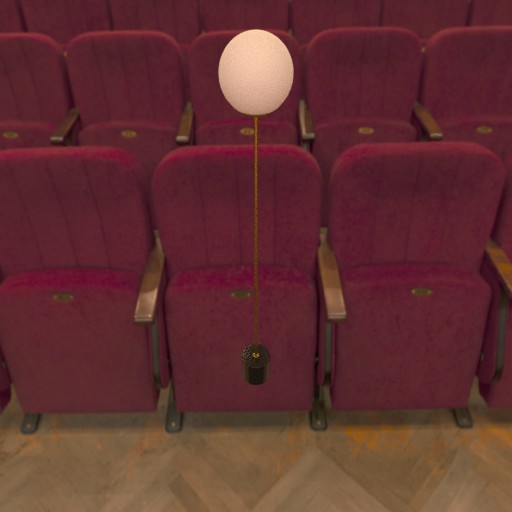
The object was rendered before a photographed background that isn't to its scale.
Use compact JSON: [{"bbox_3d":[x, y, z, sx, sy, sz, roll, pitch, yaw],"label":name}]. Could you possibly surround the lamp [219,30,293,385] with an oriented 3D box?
[{"bbox_3d":[0.000,0.000,1.863,0.229,1.748,0.229,0,42,0],"label":"lamp"}]
